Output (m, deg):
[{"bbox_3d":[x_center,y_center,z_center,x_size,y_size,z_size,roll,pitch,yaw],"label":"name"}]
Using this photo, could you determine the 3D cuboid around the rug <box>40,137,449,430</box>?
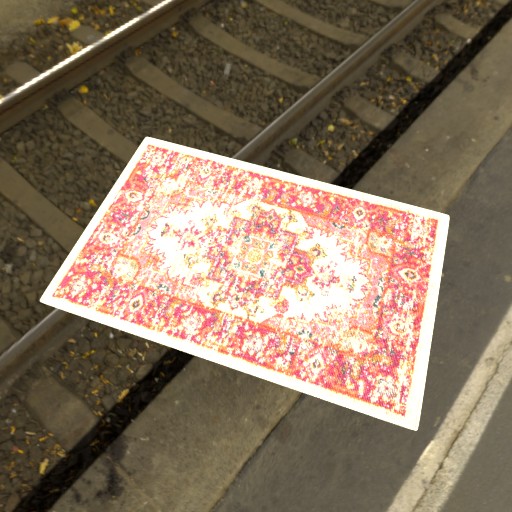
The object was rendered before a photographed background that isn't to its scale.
[{"bbox_3d":[0.000,0.000,1.083,0.868,0.004,0.556,16,61,10],"label":"rug"}]
